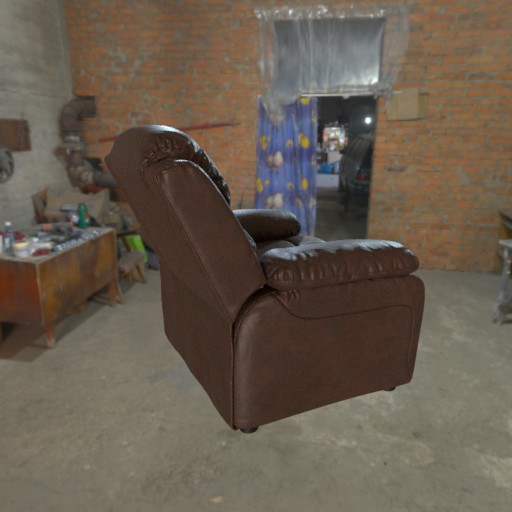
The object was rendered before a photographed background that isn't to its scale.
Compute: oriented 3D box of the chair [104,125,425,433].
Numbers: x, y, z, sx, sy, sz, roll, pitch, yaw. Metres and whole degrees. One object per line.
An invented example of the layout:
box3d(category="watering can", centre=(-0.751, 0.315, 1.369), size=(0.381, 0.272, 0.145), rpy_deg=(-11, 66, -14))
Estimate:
box3d(category="chair", centre=(0.000, 0.000, 1.250), size=(0.707, 0.702, 0.680), rpy_deg=(-7, 17, -26))
